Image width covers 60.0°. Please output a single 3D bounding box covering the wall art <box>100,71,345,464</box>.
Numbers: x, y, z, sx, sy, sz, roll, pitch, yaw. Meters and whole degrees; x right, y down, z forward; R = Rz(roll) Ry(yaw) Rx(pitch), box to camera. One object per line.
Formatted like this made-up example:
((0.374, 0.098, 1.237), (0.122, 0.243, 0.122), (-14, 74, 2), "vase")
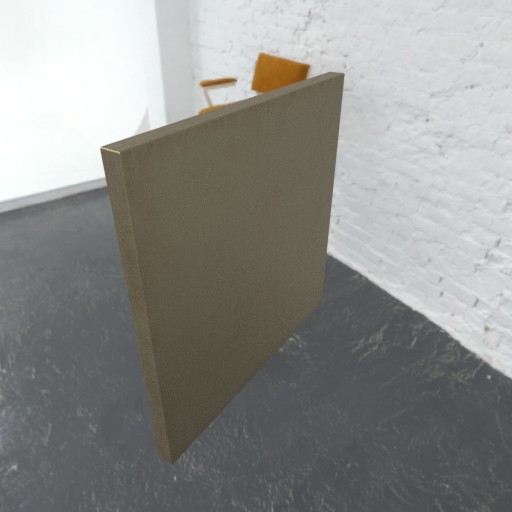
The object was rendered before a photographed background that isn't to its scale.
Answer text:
((0.000, 0.000, 0.743), (0.030, 0.506, 0.503), (20, 38, 29), "wall art")
